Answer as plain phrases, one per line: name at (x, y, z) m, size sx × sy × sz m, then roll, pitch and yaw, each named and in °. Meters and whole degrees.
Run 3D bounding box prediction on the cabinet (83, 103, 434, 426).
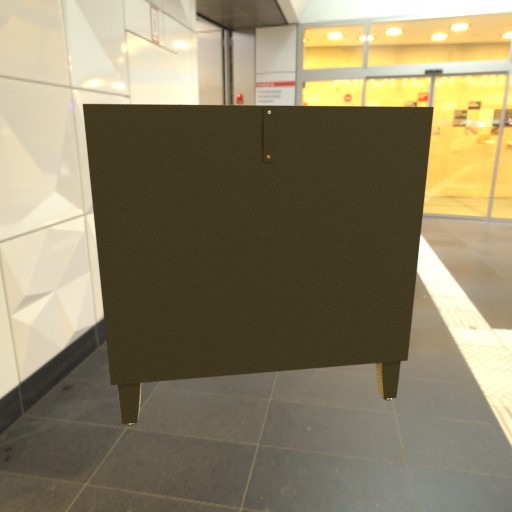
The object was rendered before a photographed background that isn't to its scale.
cabinet at (0.000, 0.000, 1.250) m, size 0.781 × 0.787 × 0.370 m, roll -2°, pitch 16°, yaw -9°
